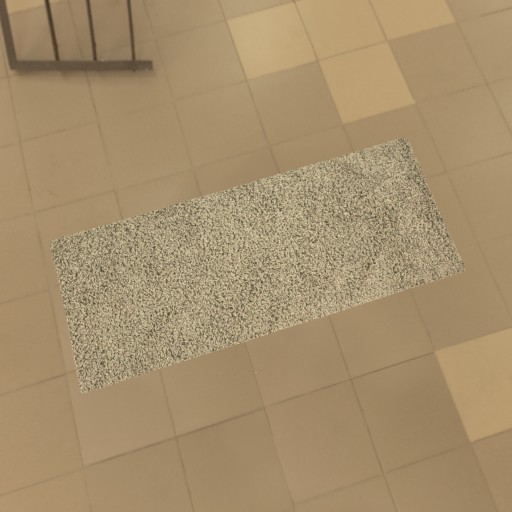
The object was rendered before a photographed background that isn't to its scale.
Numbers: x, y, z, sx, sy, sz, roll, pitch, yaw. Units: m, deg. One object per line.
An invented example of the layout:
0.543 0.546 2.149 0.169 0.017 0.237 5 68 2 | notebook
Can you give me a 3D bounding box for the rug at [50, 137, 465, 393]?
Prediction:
0.000 0.000 1.743 1.524 0.030 0.609 -17 76 -4 | rug
